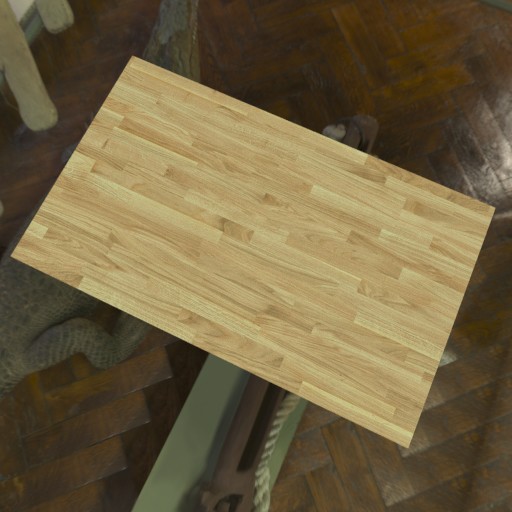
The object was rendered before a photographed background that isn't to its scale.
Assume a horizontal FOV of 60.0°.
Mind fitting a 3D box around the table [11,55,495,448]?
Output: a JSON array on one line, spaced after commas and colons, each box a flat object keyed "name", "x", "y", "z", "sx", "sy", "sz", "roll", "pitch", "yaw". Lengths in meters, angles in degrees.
[{"name": "table", "x": 0.000, "y": 0.000, "z": 1.964, "sx": 1.500, "sy": 0.770, "sz": 0.900, "roll": 24, "pitch": 78, "yaw": 5}]
